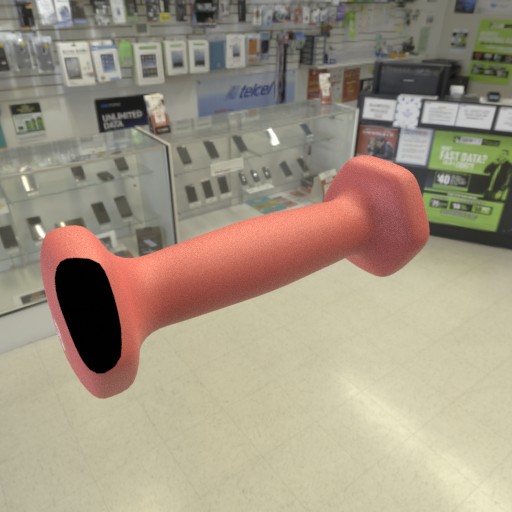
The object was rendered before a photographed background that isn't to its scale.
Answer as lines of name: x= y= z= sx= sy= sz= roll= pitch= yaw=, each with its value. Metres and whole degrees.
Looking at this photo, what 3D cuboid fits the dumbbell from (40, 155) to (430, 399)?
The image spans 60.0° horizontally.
dumbbell: x=0.000 y=0.000 z=0.142 sx=0.123 sy=0.043 sz=0.047 roll=-19 pitch=35 yaw=-28
